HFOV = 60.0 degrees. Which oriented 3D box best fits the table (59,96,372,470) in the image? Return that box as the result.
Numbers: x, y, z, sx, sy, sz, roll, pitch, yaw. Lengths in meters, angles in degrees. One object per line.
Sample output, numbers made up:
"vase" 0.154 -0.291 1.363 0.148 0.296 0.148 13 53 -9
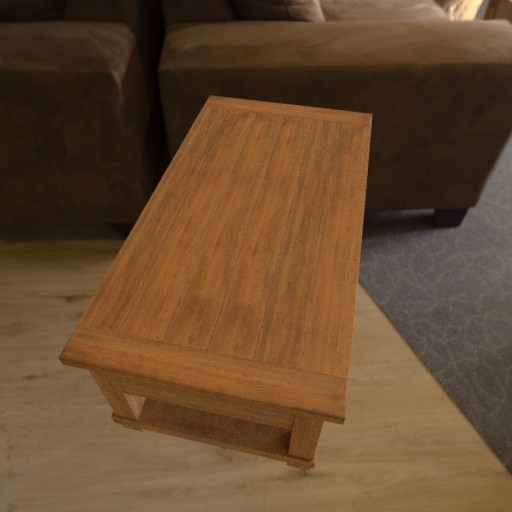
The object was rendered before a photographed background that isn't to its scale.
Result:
"table" 0.000 0.000 1.597 0.693 0.494 1.270 9 49 8
